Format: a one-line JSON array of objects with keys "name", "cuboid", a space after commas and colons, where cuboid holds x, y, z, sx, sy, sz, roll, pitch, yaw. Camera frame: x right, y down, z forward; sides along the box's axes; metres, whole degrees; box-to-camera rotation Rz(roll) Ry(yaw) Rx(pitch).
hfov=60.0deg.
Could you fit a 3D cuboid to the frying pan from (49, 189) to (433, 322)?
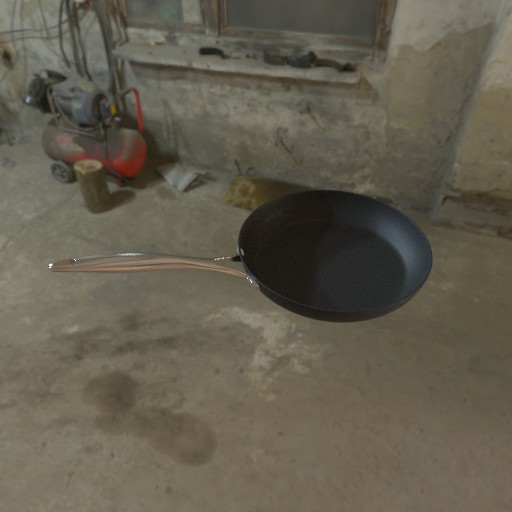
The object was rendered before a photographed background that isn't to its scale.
[{"name": "frying pan", "cuboid": [0.000, 0.000, 0.568, 0.472, 0.105, 0.255, -12, 42, -13]}]
